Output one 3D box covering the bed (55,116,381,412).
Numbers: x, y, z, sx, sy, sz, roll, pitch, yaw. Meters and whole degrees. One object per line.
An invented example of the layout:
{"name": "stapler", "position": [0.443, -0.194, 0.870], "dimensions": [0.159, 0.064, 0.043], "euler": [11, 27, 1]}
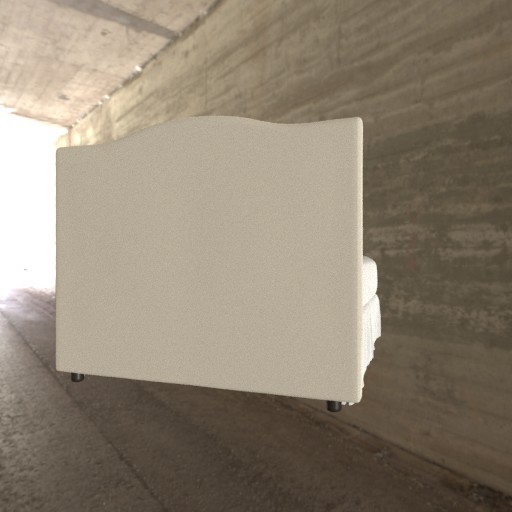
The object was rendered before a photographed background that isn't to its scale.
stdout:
{"name": "bed", "position": [0.000, 0.000, 3.290], "dimensions": [1.753, 1.460, 2.143], "euler": [0, 0, 19]}
